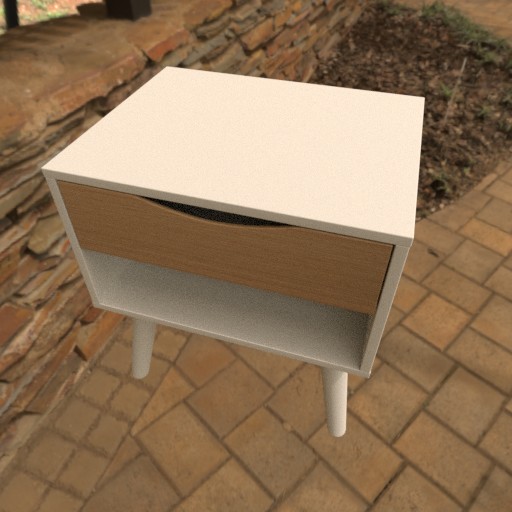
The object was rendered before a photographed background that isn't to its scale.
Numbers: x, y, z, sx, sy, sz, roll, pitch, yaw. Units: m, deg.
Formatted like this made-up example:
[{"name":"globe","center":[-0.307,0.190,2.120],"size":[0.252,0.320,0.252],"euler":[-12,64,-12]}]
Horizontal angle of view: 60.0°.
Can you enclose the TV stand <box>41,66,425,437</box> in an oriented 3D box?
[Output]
[{"name":"TV stand","center":[0.000,0.000,0.900],"size":[0.508,0.559,0.405],"euler":[12,44,13]}]
